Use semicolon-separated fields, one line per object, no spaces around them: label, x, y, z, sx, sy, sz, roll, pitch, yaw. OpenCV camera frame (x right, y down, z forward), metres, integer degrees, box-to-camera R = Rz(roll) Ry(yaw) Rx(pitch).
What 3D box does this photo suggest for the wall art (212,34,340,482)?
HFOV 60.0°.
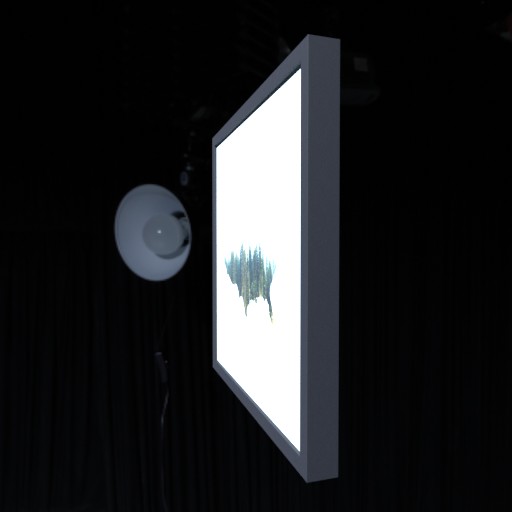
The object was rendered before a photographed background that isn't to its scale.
wall art;0.000;0.000;0.751;0.040;0.509;0.509;0;1;-18
